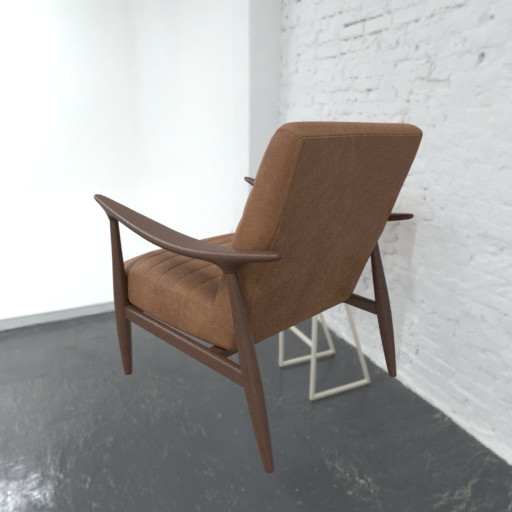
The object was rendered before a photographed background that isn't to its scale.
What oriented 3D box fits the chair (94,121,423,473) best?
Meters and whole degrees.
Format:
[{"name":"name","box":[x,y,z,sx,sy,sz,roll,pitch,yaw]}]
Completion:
[{"name":"chair","box":[0.000,0.000,1.431,0.741,0.832,0.798,-16,23,-42]}]
